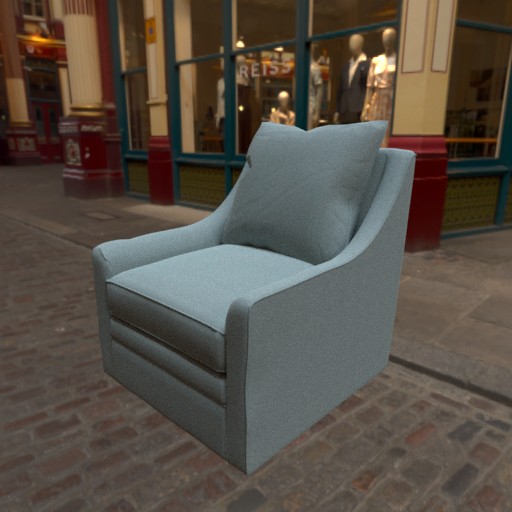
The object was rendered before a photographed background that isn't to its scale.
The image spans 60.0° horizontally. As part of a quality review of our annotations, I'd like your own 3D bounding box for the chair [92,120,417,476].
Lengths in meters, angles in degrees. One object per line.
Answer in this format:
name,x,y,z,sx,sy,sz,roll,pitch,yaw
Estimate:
chair,0.000,0.000,1.575,0.760,0.926,0.870,15,22,41
